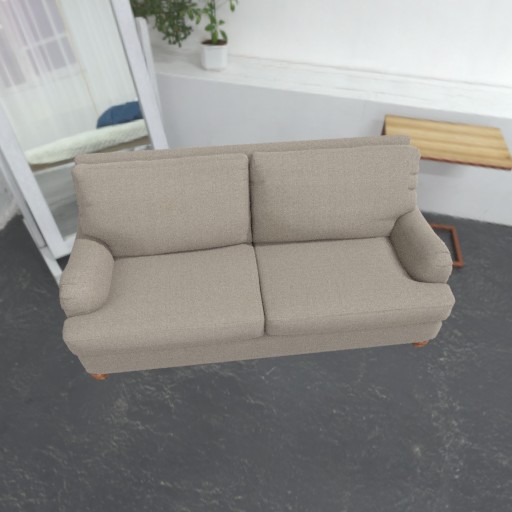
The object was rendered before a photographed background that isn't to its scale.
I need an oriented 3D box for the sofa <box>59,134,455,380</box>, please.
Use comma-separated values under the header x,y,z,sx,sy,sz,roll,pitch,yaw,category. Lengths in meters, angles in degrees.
x,y,z,sx,sy,sz,roll,pitch,yaw,category
0.000,0.000,2.721,2.160,1.054,1.087,-5,46,-5,sofa
